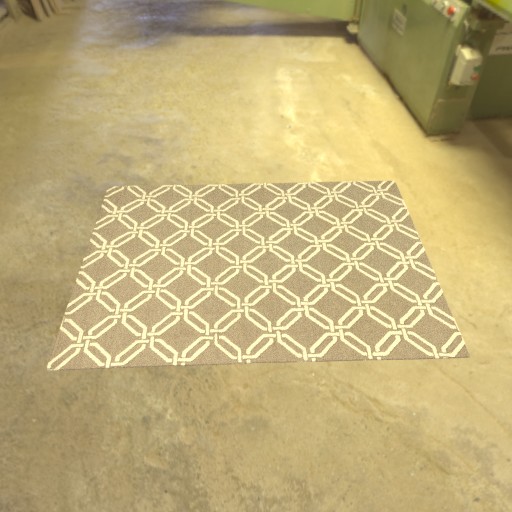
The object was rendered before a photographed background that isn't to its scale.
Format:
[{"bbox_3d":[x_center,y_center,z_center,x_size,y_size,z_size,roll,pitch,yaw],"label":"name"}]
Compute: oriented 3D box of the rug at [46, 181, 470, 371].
[{"bbox_3d":[0.000,0.000,4.411,3.419,0.020,2.441,-1,45,-1],"label":"rug"}]
